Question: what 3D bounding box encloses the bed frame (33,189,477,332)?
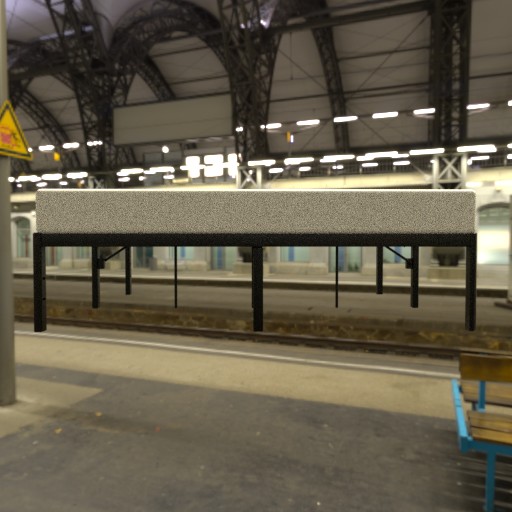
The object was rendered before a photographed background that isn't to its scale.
[{"bbox_3d":[0.000,0.000,2.809,2.072,0.659,1.557,0,2,-1],"label":"bed frame"}]
